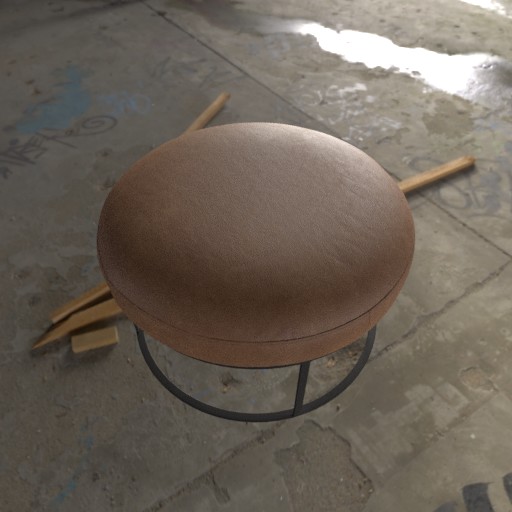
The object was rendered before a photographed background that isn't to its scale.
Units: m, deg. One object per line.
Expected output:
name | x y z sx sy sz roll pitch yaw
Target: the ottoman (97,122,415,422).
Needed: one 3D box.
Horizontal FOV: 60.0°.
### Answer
ottoman | 0.000 0.000 1.213 0.771 0.460 0.771 0 48 0
